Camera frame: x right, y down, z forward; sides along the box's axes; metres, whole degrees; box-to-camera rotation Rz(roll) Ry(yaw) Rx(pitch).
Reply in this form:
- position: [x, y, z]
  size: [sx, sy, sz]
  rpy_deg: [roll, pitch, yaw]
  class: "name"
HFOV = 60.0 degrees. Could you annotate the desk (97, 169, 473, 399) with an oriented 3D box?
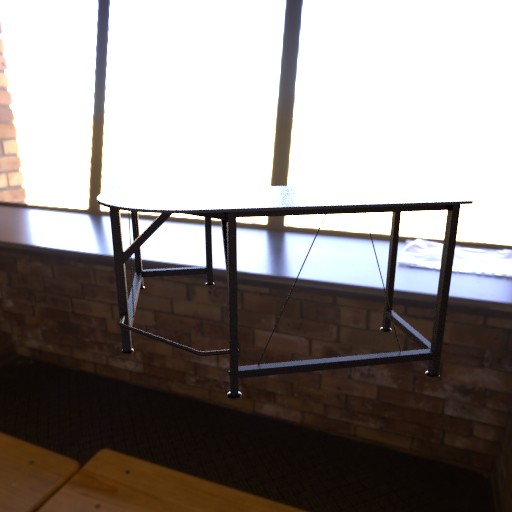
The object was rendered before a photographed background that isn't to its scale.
- position: [0.000, 0.000, 2.306]
  size: [1.400, 0.762, 1.400]
  rpy_deg: [-3, 17, -10]
  class: "desk"
